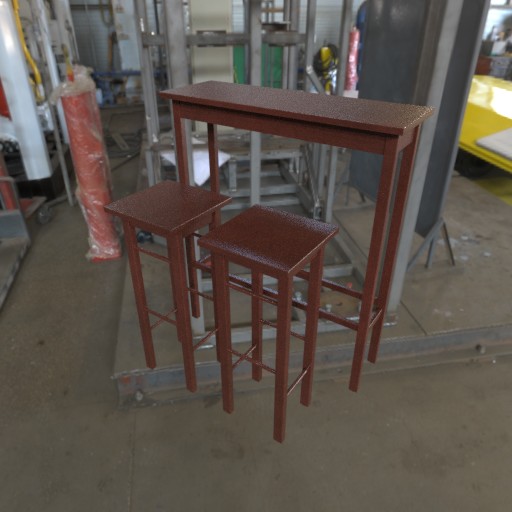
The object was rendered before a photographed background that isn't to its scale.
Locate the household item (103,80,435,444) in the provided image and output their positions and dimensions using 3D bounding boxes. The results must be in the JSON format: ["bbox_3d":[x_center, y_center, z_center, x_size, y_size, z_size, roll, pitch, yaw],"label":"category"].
[{"bbox_3d":[0.000,0.000,1.658,0.914,1.067,0.676,19,36,29],"label":"household item"}]
